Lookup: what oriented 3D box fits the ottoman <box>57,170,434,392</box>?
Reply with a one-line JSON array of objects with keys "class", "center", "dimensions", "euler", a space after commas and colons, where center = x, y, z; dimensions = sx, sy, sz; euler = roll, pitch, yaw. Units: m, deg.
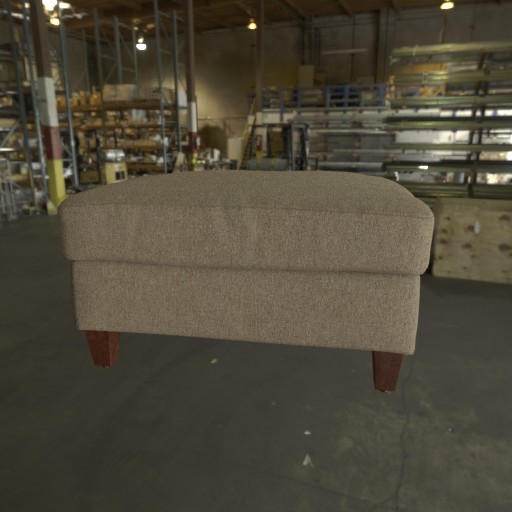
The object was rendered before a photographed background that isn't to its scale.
[{"class": "ottoman", "center": [0.000, 0.000, 1.356], "dimensions": [0.889, 0.511, 0.692], "euler": [2, 15, 9]}]
